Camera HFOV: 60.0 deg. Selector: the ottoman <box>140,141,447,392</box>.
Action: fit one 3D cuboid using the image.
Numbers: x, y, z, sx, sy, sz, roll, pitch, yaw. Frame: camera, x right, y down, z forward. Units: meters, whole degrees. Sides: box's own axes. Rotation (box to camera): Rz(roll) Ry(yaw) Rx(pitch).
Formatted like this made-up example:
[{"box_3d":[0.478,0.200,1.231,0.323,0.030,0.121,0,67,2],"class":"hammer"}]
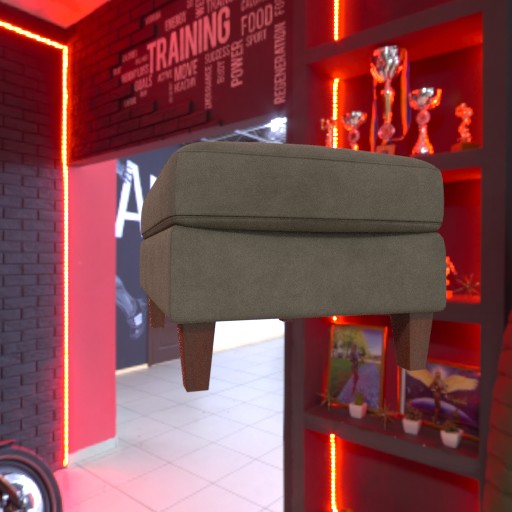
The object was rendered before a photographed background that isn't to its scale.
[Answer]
[{"box_3d":[0.000,0.000,1.230,0.584,0.483,0.864,0,0,-18],"class":"ottoman"}]
